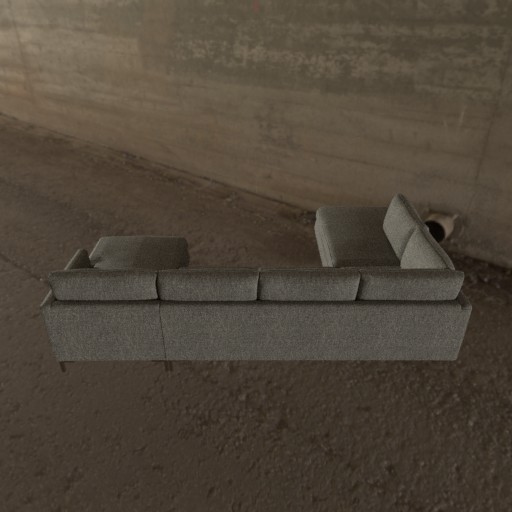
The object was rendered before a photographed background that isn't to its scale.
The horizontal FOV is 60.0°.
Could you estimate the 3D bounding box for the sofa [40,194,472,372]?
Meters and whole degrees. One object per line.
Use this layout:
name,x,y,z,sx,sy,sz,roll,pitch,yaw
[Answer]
sofa,0.000,0.000,3.618,2.737,0.756,1.879,0,31,0
